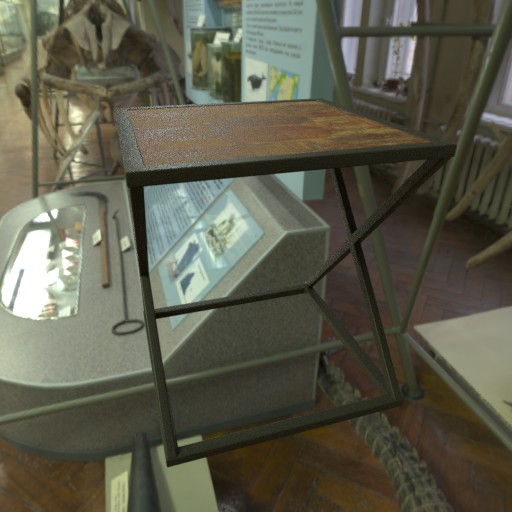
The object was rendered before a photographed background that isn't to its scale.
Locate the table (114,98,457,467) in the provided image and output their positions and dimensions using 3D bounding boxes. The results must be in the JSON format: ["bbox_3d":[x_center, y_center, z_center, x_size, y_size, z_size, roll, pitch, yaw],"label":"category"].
[{"bbox_3d":[0.000,0.000,0.964,0.500,0.565,0.500,-8,29,-15],"label":"table"}]
